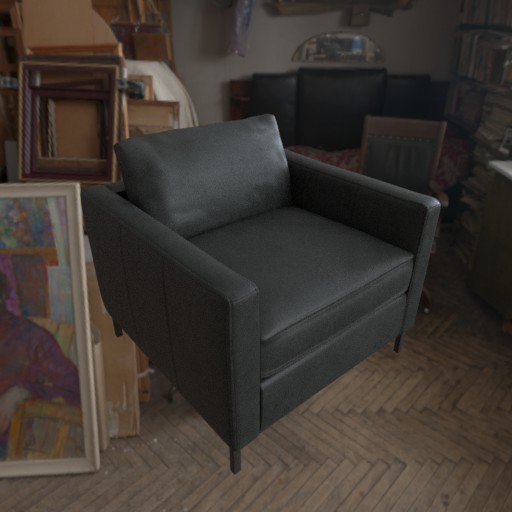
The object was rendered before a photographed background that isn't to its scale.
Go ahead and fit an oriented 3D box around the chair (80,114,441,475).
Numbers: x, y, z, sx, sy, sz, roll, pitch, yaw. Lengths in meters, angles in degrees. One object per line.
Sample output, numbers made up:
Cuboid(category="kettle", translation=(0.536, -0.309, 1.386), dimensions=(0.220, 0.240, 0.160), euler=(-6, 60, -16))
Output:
Cuboid(category="chair", translation=(0.000, 0.000, 1.519), dimensions=(0.967, 0.824, 0.861), euler=(-22, 37, -34))
